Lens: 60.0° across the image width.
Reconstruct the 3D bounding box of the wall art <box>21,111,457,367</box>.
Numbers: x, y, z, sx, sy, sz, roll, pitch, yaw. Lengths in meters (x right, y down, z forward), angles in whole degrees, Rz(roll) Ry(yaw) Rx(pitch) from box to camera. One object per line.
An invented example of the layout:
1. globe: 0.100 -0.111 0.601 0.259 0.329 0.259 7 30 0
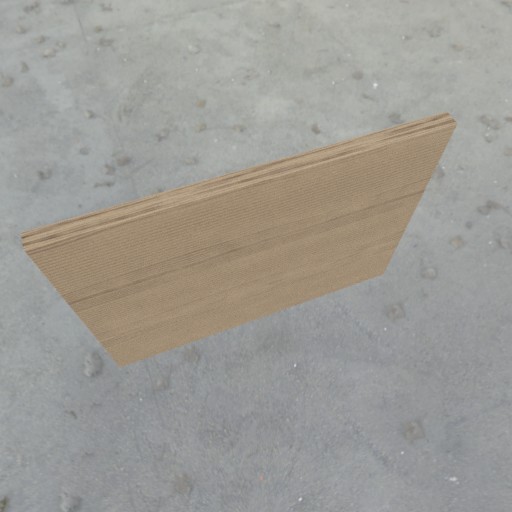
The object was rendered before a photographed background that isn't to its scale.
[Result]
1. wall art: 0.000 0.000 1.081 0.841 0.609 0.063 -18 60 -11
